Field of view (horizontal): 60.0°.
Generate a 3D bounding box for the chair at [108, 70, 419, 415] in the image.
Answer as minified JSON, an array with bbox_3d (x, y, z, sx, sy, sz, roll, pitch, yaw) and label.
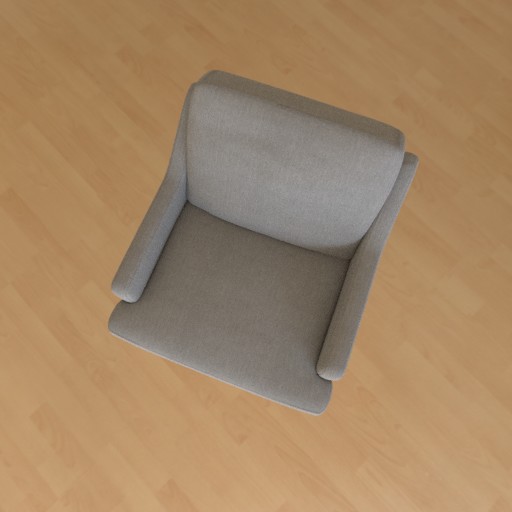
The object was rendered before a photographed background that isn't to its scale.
[{"bbox_3d":[0.000,0.000,1.584,0.826,0.821,0.892,20,75,5],"label":"chair"}]
